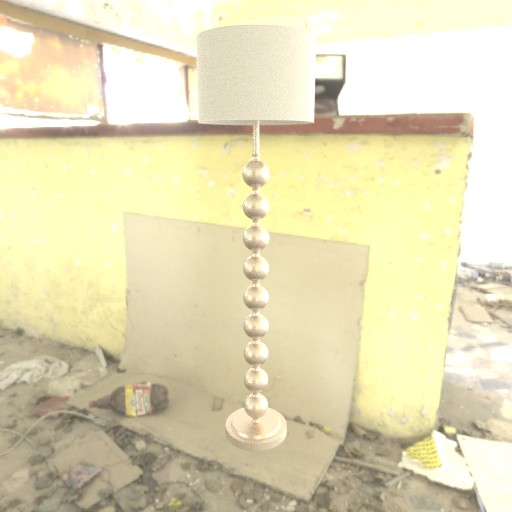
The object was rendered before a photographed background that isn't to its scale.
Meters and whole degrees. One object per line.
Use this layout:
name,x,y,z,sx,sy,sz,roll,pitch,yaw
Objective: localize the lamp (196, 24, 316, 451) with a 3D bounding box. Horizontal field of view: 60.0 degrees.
lamp,0.000,0.000,1.631,0.394,1.474,0.394,-13,19,-42
